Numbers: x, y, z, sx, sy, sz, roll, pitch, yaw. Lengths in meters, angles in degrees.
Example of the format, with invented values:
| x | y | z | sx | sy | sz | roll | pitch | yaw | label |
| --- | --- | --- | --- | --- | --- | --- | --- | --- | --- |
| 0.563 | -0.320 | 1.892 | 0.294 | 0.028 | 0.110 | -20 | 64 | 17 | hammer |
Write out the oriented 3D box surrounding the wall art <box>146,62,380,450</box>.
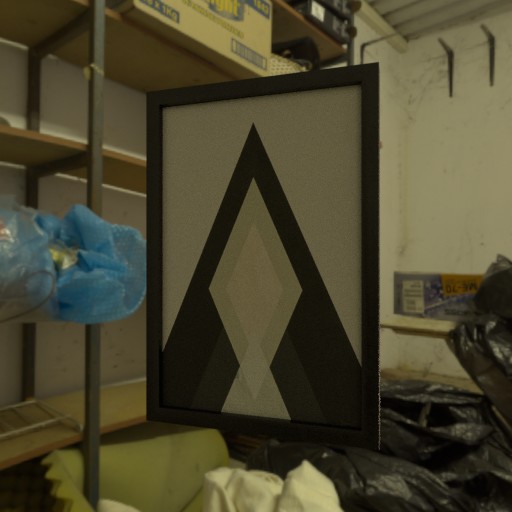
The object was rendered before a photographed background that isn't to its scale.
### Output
| x | y | z | sx | sy | sz | roll | pitch | yaw | label |
| --- | --- | --- | --- | --- | --- | --- | --- | --- | --- |
| 0.000 | 0.000 | 0.582 | 0.313 | 0.457 | 0.031 | 0 | 0 | 18 | wall art |
